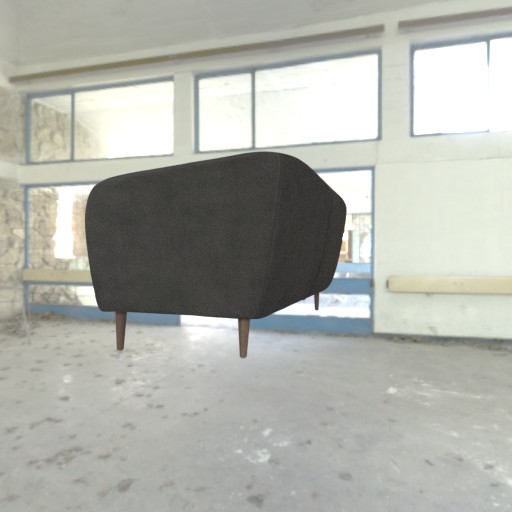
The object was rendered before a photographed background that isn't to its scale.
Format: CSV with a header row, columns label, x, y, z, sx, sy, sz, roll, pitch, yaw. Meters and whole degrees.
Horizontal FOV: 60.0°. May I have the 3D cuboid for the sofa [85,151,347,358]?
label,x,y,z,sx,sy,sz,roll,pitch,yaw
sofa,0.000,0.000,2.815,0.956,0.875,2.296,0,0,18
